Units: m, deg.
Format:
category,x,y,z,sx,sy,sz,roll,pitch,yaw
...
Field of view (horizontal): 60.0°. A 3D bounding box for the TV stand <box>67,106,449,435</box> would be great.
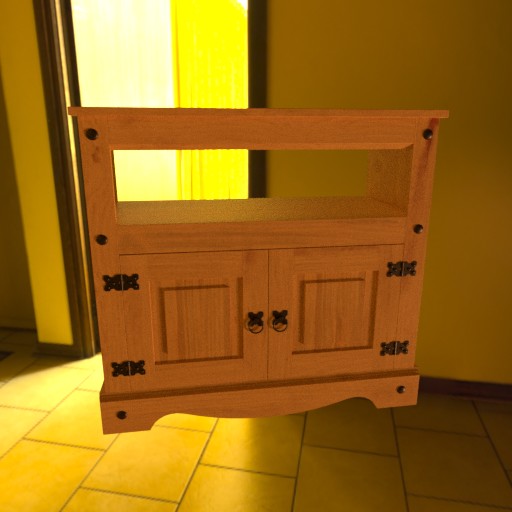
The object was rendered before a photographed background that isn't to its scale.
category,x,y,z,sx,sy,sz,roll,pitch,yaw
TV stand,0.000,0.000,1.279,0.851,0.787,0.430,-2,16,-9
